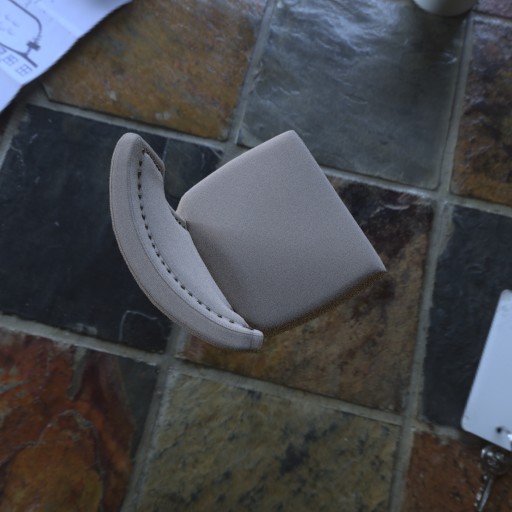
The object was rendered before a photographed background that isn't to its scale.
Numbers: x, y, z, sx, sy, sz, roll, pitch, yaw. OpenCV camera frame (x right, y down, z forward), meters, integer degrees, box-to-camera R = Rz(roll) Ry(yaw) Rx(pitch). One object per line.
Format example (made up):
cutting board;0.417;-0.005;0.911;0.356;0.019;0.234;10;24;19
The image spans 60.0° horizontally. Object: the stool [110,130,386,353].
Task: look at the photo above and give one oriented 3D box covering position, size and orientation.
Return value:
stool;0.000;0.000;1.389;0.563;1.092;0.526;-30;79;-6
